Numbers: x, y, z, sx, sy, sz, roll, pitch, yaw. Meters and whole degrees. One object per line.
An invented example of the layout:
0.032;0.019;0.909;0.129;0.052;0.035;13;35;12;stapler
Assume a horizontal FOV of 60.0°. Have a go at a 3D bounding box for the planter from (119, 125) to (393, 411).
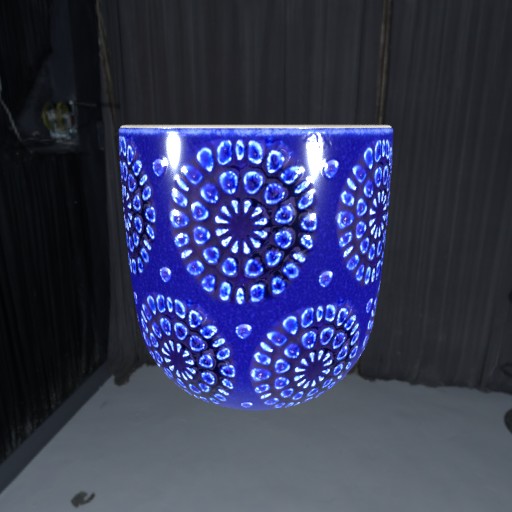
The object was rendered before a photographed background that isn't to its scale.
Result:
0.000;0.000;0.197;0.109;0.112;0.109;0;16;0;planter
